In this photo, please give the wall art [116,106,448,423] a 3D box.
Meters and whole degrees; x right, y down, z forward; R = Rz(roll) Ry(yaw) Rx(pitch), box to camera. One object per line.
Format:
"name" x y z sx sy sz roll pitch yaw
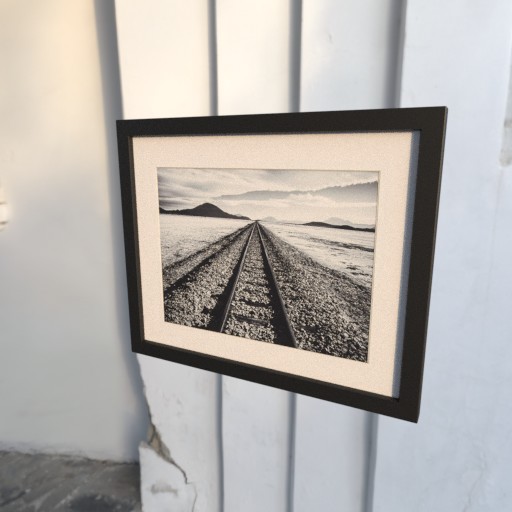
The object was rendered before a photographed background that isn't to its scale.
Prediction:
"wall art" 0.000 0.000 0.752 0.559 0.458 0.029 6 15 26
